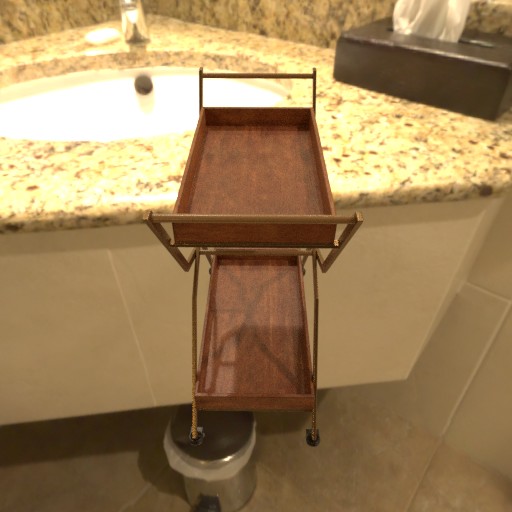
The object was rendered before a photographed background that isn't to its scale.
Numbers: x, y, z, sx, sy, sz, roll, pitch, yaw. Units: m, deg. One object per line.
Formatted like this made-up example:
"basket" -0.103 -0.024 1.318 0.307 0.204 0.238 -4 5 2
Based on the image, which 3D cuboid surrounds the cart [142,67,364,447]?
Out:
"cart" 0.000 0.000 1.347 0.405 0.869 0.836 1 40 1
